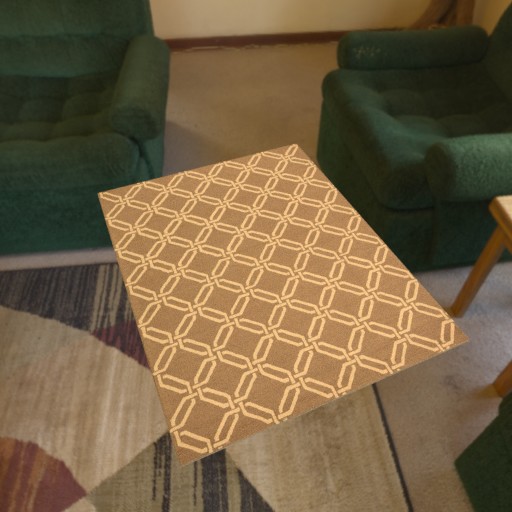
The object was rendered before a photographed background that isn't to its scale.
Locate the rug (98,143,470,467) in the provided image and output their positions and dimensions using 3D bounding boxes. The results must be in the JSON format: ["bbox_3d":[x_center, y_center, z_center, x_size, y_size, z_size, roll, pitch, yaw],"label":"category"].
[{"bbox_3d":[0.000,0.000,3.952,2.288,0.018,2.895,-18,50,-16],"label":"rug"}]
